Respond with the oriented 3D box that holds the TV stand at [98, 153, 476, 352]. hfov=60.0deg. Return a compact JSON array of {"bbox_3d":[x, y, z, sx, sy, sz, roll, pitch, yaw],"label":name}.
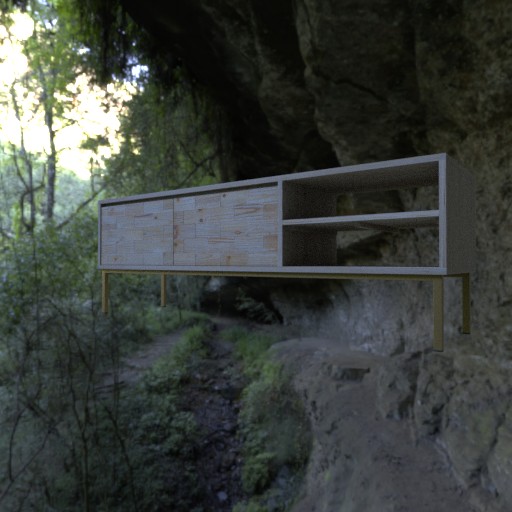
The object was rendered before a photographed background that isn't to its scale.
[{"bbox_3d":[0.000,0.000,1.854,1.600,0.550,0.420,-1,-1,36],"label":"TV stand"}]
